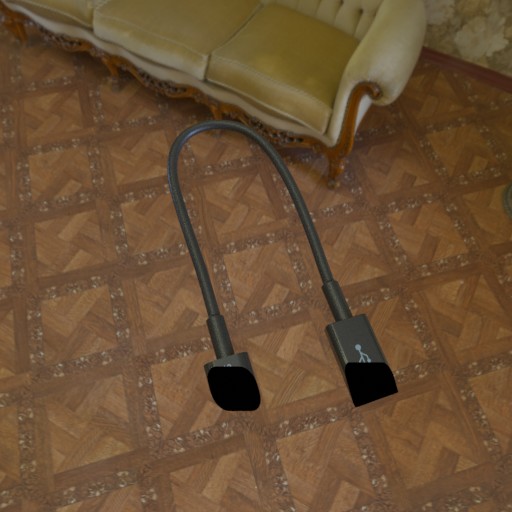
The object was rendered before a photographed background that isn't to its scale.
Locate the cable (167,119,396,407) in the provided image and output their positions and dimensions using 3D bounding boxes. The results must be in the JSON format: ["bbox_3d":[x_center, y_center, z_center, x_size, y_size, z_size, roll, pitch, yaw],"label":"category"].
[{"bbox_3d":[0.000,0.000,0.116,0.040,0.006,0.098,-16,64,-8],"label":"cable"}]
